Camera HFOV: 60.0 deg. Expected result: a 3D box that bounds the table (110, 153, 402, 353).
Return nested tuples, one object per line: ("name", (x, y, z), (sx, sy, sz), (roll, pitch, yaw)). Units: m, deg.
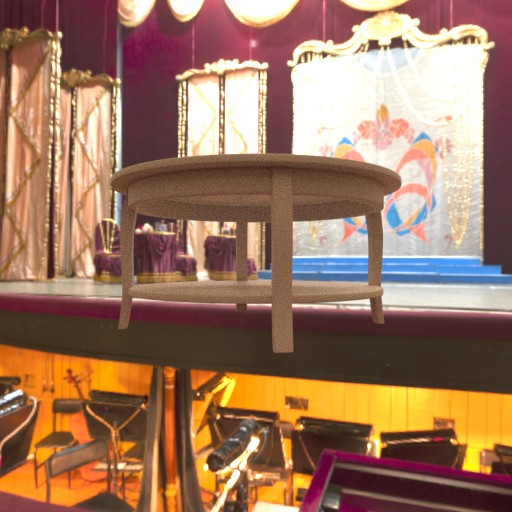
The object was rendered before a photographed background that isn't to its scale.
("table", (0.000, 0.000, 1.457), (0.910, 0.457, 0.910), (0, -1, 0))
